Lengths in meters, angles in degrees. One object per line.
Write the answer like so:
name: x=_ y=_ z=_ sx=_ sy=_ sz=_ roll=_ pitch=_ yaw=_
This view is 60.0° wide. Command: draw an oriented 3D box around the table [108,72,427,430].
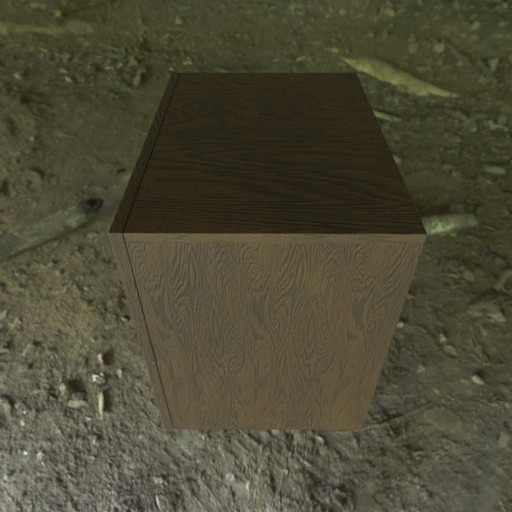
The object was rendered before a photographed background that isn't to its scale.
table: x=0.000 y=0.000 z=0.966 sx=0.439 sy=0.585 sz=0.560 roll=0 pitch=42 yaw=0
